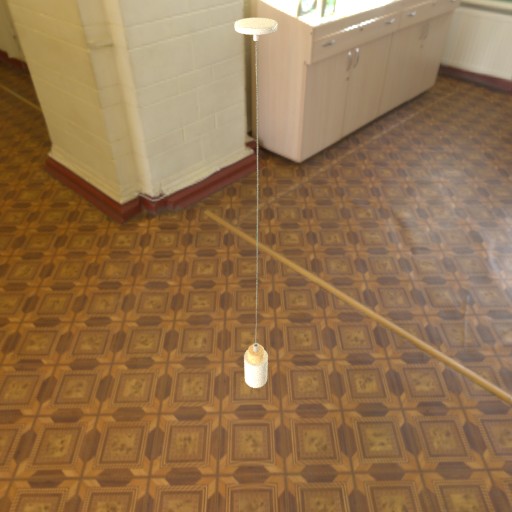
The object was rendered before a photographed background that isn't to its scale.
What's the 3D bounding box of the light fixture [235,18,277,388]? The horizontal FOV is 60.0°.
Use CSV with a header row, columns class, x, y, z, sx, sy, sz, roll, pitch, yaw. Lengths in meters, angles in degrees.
class,x,y,z,sx,sy,sz,roll,pitch,yaw
light fixture,0.000,0.000,1.880,0.125,1.798,0.125,-1,41,-1
